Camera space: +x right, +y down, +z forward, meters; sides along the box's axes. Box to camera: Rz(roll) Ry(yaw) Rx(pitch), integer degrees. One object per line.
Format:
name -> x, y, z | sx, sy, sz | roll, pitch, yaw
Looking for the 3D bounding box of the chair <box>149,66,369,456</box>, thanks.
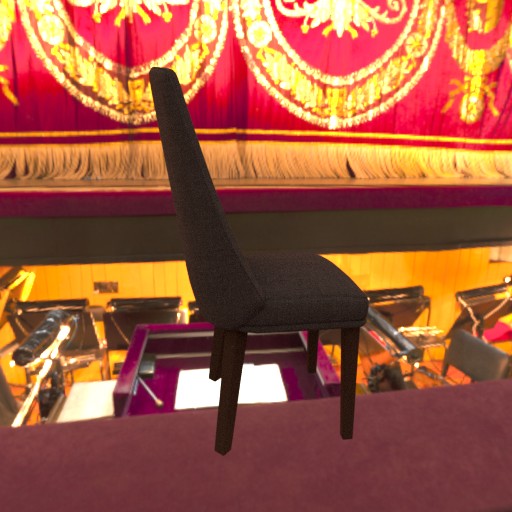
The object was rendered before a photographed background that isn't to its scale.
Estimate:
chair -> 0.000, 0.000, 1.360 | 0.577, 1.050, 0.510 | -2, 15, -8
